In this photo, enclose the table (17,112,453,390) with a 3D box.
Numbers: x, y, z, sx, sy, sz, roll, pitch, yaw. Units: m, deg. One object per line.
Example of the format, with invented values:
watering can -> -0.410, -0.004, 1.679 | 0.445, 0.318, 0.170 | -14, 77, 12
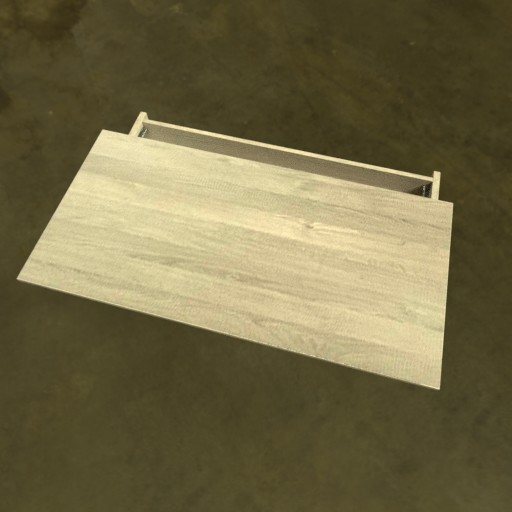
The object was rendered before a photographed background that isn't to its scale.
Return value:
table -> 0.000, 0.000, 1.415 | 1.000, 0.570, 0.712 | 13, 63, 7
